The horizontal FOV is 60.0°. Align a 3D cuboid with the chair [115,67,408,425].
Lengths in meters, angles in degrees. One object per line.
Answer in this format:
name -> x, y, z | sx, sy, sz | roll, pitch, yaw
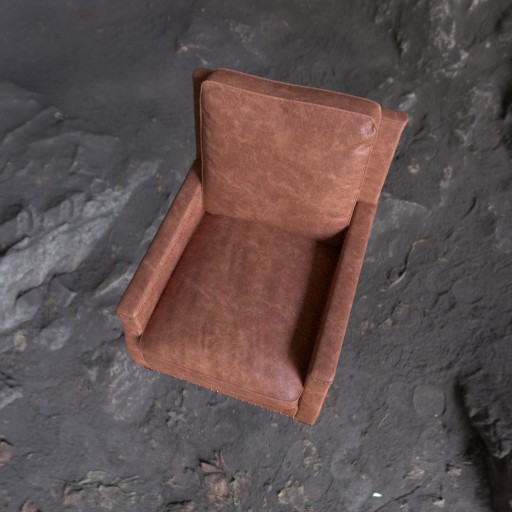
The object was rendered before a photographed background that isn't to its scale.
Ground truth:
chair -> 0.000, 0.000, 1.840 | 0.854, 1.054, 1.035 | 16, 60, 10
